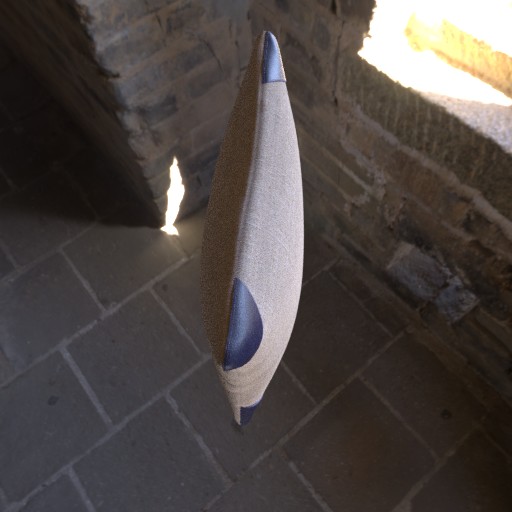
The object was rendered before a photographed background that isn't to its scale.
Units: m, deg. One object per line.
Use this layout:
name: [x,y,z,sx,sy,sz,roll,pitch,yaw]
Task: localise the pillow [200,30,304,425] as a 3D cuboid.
pillow: [0.000,0.000,0.660,0.147,0.441,0.440,4,63,2]
